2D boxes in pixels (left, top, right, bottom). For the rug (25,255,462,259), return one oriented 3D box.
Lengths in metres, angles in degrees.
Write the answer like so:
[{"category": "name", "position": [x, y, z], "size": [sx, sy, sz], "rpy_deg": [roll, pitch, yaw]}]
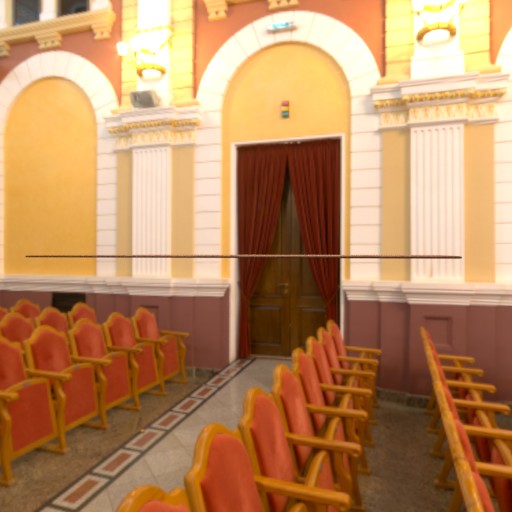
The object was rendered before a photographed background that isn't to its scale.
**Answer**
[{"category": "rug", "position": [0.000, 0.000, 2.900], "size": [2.286, 0.011, 1.524], "rpy_deg": [0, 0, 18]}]
